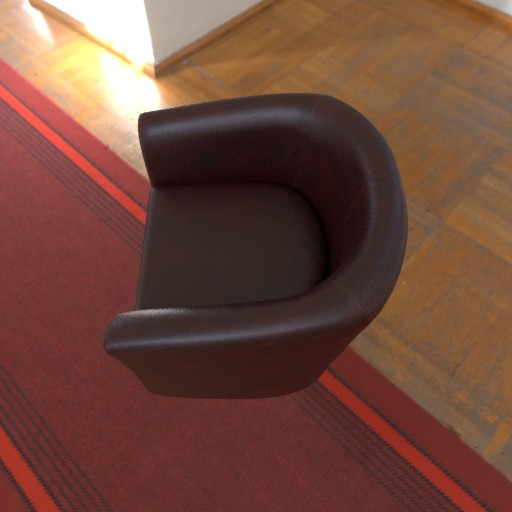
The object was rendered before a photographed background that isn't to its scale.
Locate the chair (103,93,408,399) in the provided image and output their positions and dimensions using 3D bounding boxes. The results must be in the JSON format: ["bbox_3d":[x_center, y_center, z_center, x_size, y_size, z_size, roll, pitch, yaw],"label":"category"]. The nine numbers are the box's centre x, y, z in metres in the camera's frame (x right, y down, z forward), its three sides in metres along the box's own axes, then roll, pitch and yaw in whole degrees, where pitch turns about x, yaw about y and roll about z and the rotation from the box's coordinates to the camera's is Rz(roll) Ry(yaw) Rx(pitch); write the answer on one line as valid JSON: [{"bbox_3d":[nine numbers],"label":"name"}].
[{"bbox_3d":[0.000,0.000,1.398,0.727,0.756,0.792,-1,59,-1],"label":"chair"}]
